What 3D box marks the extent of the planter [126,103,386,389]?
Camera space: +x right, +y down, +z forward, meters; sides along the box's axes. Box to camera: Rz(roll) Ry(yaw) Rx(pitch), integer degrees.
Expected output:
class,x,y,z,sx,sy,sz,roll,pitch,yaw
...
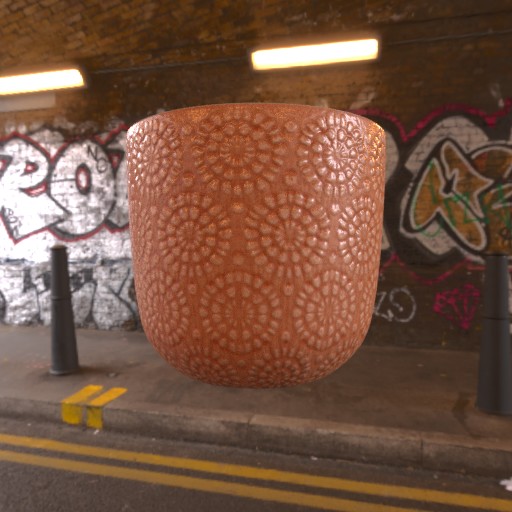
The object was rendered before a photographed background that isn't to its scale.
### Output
class,x,y,z,sx,sy,sz,roll,pitch,yaw
planter,0.000,0.000,0.372,0.208,0.190,0.208,0,1,0
